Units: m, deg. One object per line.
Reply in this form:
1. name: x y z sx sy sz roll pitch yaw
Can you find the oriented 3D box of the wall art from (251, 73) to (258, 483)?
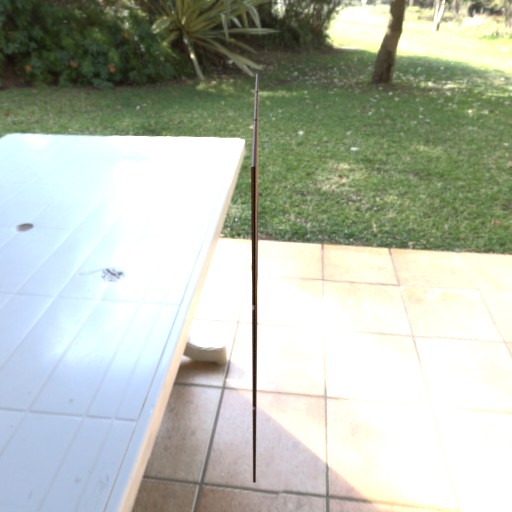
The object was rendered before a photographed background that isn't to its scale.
1. wall art: 0.000 0.000 2.295 0.013 1.525 1.520 0 32 0
